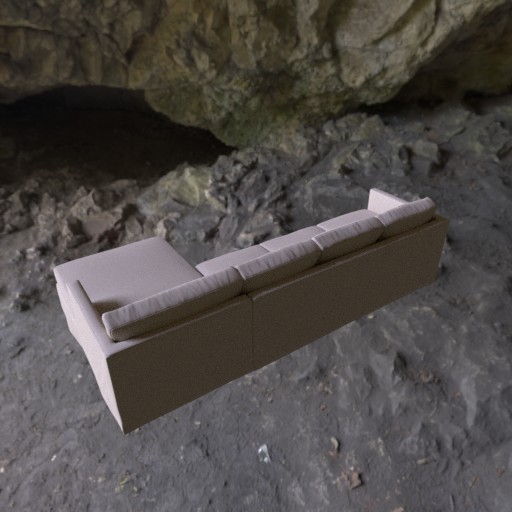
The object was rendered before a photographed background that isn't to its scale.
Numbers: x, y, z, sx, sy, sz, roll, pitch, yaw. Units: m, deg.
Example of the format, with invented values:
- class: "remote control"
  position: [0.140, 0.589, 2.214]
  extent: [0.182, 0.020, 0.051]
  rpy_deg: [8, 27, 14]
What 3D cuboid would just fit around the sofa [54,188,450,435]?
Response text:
- class: "sofa"
  position: [0.000, 0.000, 3.974]
  extent: [3.206, 0.871, 1.622]
  rpy_deg: [-19, 36, -28]
